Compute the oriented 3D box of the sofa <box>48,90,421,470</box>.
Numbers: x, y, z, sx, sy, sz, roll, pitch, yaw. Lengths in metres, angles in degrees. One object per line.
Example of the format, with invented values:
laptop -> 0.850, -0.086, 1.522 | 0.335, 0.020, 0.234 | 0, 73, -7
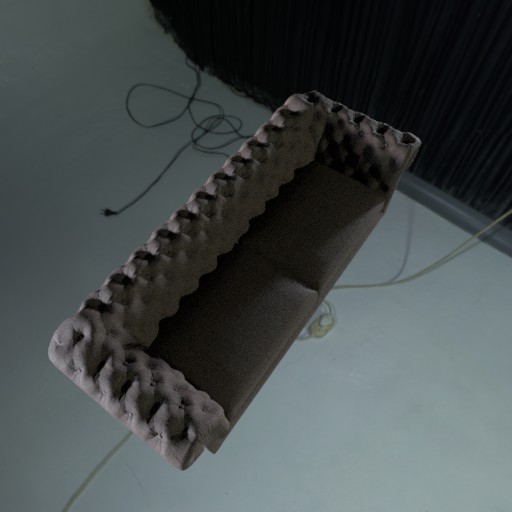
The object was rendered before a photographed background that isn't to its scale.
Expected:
sofa -> 0.000, 0.000, 2.743 | 0.944, 0.787, 2.385 | 32, 64, 18
